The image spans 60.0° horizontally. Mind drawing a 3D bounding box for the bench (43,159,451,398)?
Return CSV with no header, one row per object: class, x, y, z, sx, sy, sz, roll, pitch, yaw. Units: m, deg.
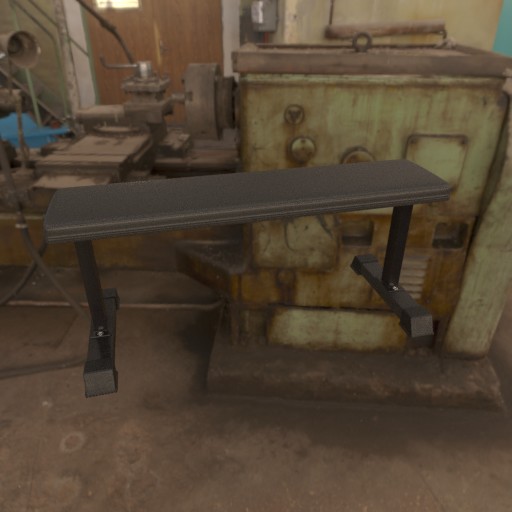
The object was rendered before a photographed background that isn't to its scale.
bench,0.000,0.000,1.317,1.072,0.453,0.439,-7,31,-12
